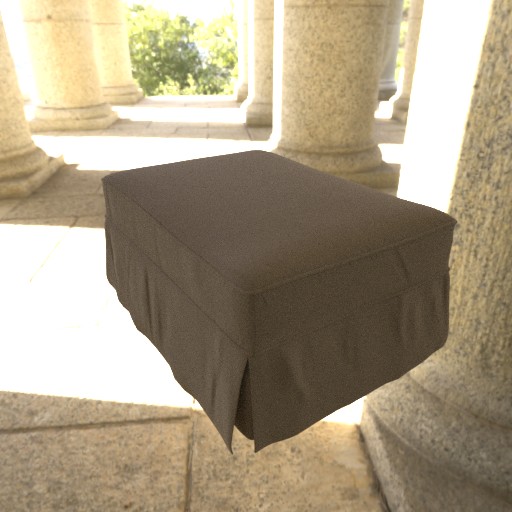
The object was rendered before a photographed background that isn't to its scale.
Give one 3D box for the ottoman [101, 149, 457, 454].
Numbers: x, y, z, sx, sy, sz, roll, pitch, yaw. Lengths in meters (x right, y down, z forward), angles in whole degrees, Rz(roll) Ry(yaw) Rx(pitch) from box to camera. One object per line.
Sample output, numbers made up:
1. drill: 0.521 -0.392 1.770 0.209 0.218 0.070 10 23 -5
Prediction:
1. ottoman: 0.000 0.000 1.358 0.721 0.482 0.959 -17 31 -30
